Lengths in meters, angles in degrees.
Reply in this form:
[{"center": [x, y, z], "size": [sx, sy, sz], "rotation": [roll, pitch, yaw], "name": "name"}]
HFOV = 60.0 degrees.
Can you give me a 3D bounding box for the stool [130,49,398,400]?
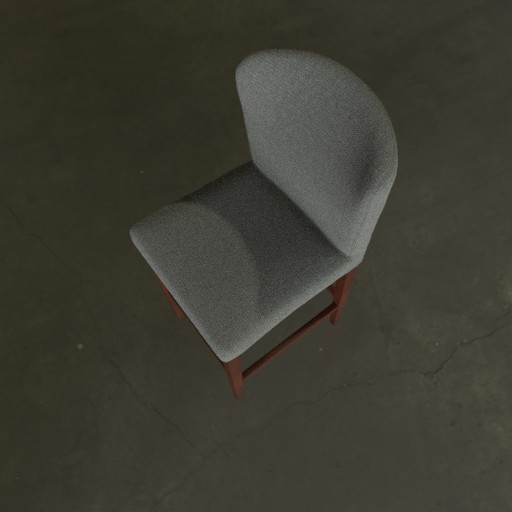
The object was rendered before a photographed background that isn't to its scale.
[{"center": [0.000, 0.000, 1.363], "size": [0.568, 1.069, 0.486], "rotation": [-34, 67, -17], "name": "stool"}]
